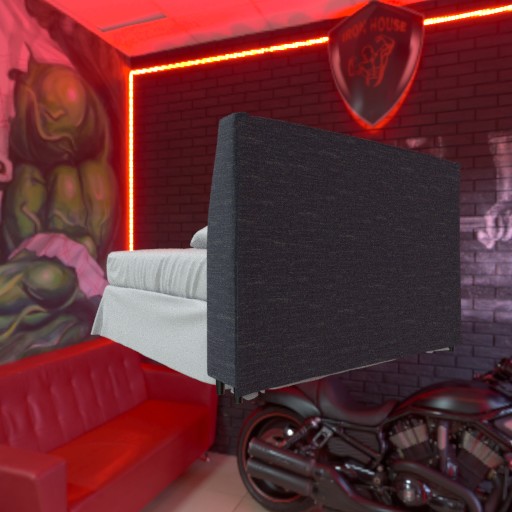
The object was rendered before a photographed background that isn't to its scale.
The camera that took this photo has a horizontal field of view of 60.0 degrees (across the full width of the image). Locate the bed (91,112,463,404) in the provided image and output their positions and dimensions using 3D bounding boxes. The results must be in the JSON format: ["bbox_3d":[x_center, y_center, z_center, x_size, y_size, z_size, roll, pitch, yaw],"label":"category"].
[{"bbox_3d":[0.000,0.000,3.421,1.925,1.332,2.276,0,0,-37],"label":"bed"}]
